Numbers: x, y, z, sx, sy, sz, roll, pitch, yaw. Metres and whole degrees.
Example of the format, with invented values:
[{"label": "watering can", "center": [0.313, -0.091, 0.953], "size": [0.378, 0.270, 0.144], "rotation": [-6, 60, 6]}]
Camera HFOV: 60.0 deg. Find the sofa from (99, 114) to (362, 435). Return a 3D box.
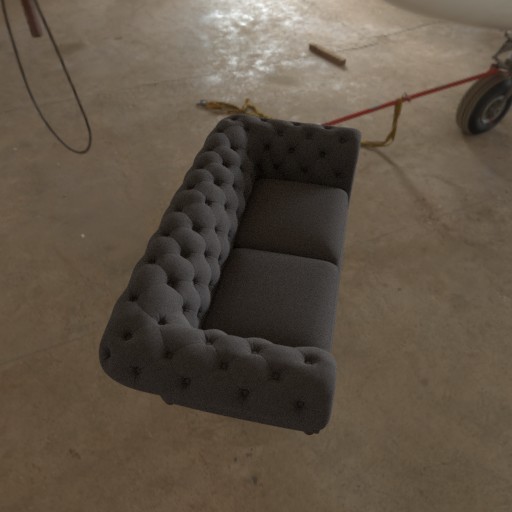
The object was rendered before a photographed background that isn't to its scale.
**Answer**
[{"label": "sofa", "center": [0.000, 0.000, 2.519], "size": [0.986, 0.764, 1.998], "rotation": [9, 47, 9]}]
